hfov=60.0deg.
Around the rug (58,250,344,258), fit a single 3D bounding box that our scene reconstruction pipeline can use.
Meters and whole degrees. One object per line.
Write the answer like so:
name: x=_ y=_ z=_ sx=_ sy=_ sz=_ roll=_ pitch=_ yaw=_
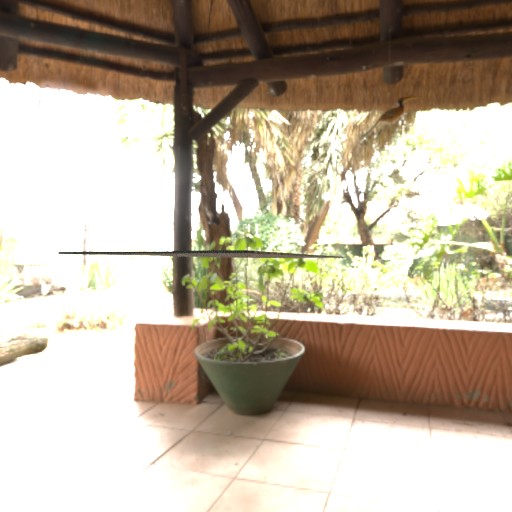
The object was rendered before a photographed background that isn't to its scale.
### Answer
rug: x=0.000 y=0.000 z=2.690 sx=0.744 sy=0.010 sz=2.441 roll=0 pitch=-1 yaw=18
